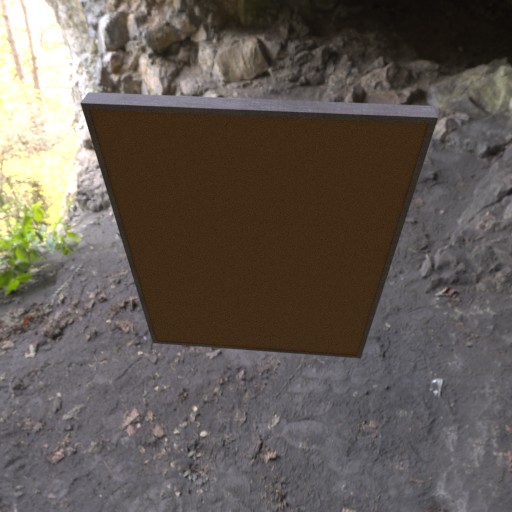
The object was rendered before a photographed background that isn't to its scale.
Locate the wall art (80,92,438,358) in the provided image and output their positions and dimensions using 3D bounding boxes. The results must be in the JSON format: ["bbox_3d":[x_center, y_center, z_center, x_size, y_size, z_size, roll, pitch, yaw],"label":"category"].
[{"bbox_3d":[0.000,0.000,0.717,0.421,0.521,0.032,3,46,3],"label":"wall art"}]
